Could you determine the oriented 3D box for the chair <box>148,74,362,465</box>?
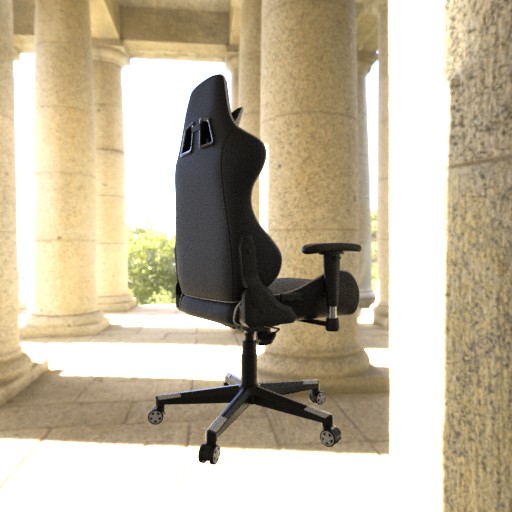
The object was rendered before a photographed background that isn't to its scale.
[{"bbox_3d":[0.000,0.000,1.670,0.700,1.240,0.700,0,1,-36],"label":"chair"}]
